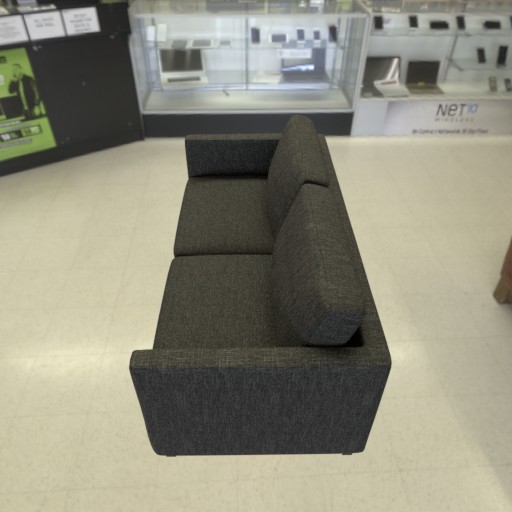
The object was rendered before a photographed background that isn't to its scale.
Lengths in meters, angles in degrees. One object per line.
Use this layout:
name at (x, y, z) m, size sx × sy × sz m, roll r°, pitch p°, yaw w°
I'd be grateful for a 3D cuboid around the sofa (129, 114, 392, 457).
sofa at (0.000, 0.000, 2.406) m, size 0.950 × 0.963 × 1.884 m, roll 0°, pitch 40°, yaw -1°
